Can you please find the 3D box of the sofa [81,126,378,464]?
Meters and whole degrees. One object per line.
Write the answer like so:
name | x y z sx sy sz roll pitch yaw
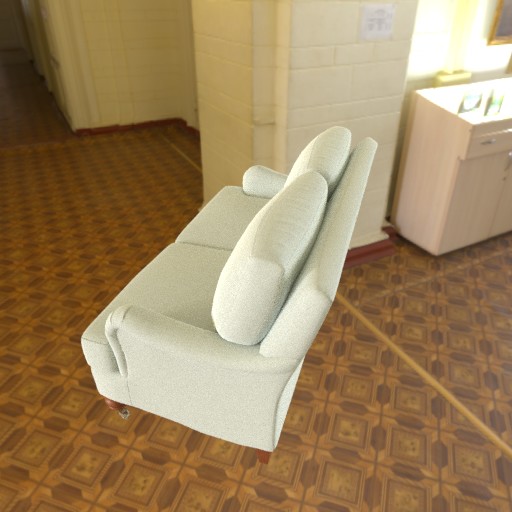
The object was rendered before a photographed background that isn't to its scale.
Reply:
sofa | 0.000 0.000 2.500 1.084 1.101 1.853 9 33 15
